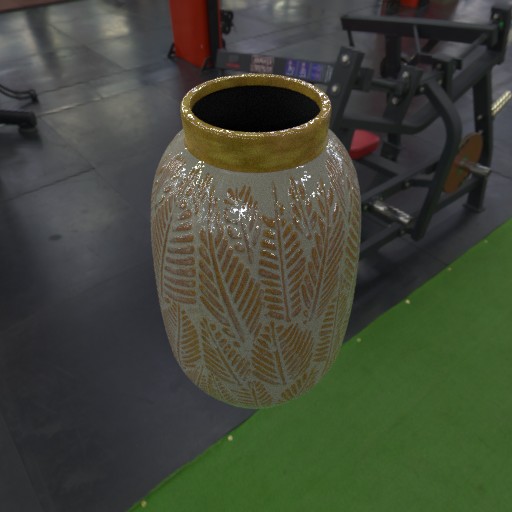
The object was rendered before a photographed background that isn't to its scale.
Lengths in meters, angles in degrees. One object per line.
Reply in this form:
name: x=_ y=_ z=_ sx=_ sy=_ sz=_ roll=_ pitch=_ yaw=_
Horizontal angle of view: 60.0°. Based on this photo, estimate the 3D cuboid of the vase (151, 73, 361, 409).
vase: x=0.000 y=0.000 z=0.375 sx=0.172 sy=0.270 sz=0.172 roll=0 pitch=43 yaw=0
